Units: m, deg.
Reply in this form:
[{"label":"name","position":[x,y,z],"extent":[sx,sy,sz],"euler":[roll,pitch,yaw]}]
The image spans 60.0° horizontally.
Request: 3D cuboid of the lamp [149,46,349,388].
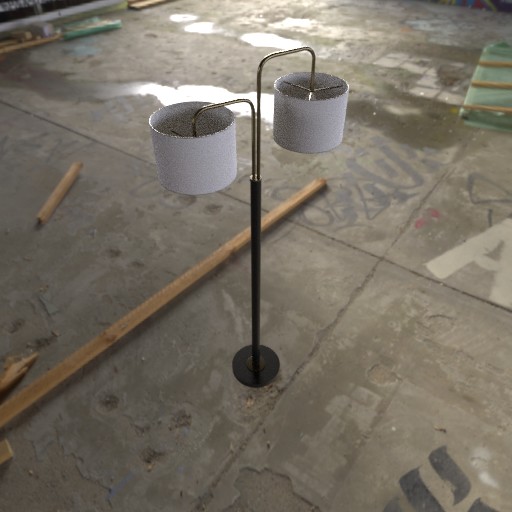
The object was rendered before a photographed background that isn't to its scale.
[{"label":"lamp","position":[0.000,0.000,1.848],"extent":[0.711,1.587,0.254],"euler":[-24,47,-25]}]
